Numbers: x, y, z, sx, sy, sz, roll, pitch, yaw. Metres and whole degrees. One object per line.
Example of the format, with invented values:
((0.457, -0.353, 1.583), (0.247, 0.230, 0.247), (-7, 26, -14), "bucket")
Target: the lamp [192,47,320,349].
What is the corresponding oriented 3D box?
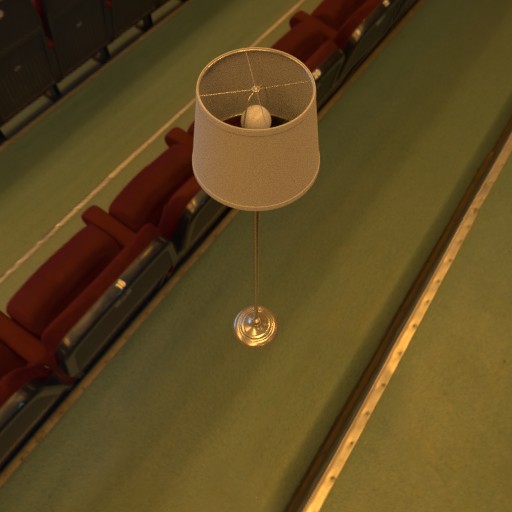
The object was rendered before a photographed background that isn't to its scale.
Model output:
((0.000, 0.000, 1.600), (0.327, 1.506, 0.327), (31, 66, 16), "lamp")
